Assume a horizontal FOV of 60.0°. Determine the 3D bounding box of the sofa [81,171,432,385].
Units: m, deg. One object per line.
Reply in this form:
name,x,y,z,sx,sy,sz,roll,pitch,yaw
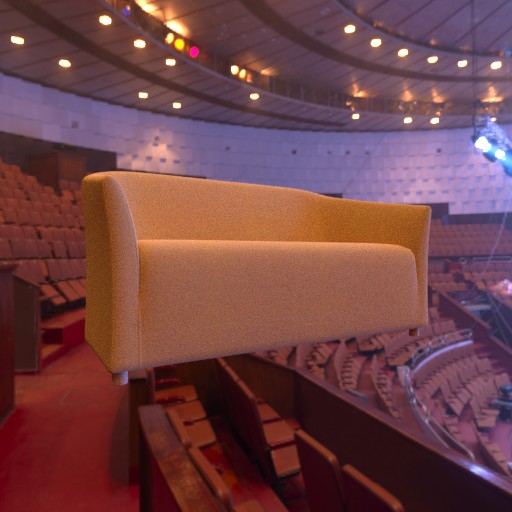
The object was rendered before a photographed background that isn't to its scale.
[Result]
sofa,0.000,0.000,1.879,1.452,0.721,0.705,0,0,-34
